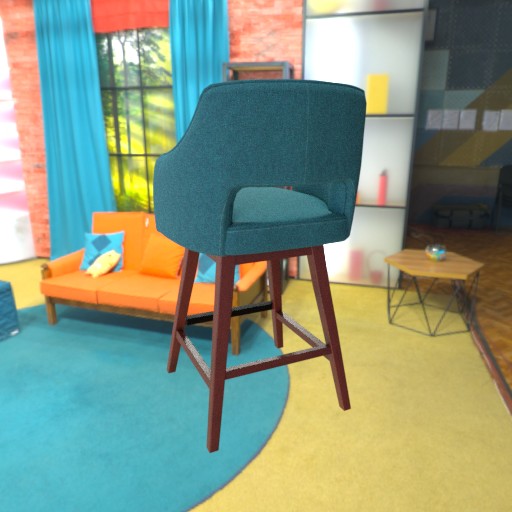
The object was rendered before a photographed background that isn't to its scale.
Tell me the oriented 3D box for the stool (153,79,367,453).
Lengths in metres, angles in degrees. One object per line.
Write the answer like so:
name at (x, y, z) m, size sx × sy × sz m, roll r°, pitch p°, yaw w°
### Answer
stool at (0.000, 0.000, 1.354) m, size 0.548 × 0.961 × 0.556 m, roll -7°, pitch 18°, yaw -24°
